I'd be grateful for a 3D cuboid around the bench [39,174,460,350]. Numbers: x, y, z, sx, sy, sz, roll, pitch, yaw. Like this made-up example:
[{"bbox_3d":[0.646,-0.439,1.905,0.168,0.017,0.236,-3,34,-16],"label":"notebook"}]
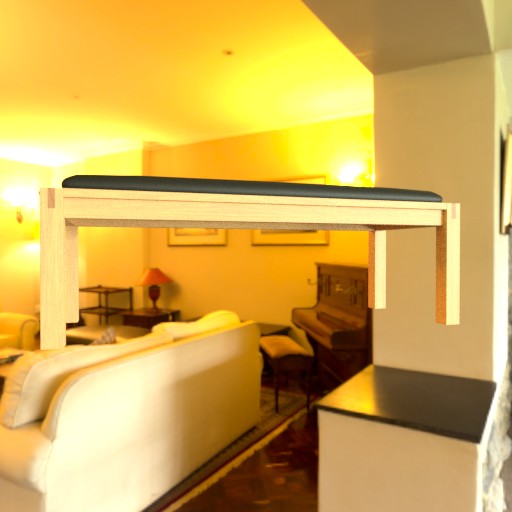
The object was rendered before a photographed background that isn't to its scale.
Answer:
[{"bbox_3d":[0.000,0.000,1.428,1.202,0.430,0.450,0,1,-17],"label":"bench"}]
